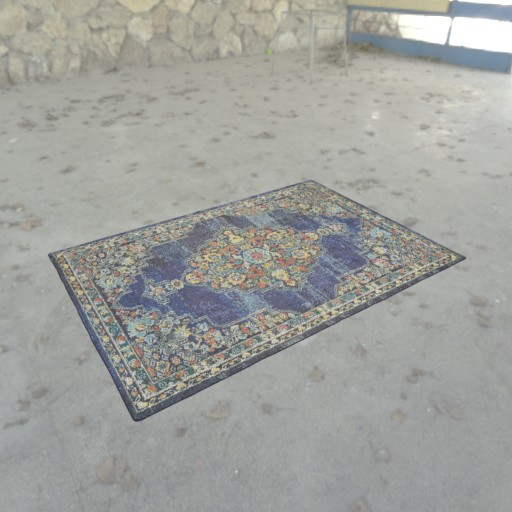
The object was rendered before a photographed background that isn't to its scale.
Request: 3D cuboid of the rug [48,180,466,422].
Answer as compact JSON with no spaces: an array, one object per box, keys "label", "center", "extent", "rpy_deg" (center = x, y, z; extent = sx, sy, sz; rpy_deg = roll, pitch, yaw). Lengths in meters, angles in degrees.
[{"label":"rug","center":[0.000,0.000,3.772],"extent":[2.940,0.011,2.053],"rpy_deg":[-20,37,-28]}]
